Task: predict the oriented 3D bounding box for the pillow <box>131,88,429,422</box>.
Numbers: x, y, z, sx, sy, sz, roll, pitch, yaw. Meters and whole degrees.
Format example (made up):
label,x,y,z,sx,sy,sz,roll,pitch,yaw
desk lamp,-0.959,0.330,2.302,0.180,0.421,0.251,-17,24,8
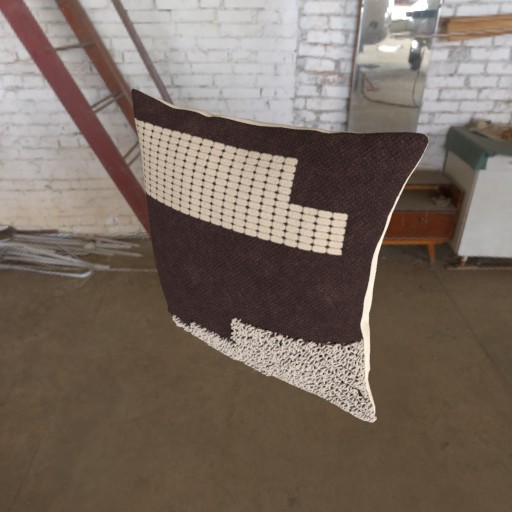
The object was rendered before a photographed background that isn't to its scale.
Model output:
label,x,y,z,sx,sy,sz,roll,pitch,yaw
pillow,0.000,0.000,0.719,0.475,0.473,0.178,19,36,29
